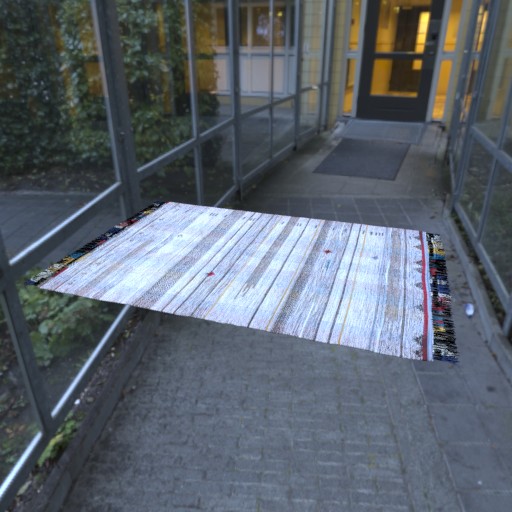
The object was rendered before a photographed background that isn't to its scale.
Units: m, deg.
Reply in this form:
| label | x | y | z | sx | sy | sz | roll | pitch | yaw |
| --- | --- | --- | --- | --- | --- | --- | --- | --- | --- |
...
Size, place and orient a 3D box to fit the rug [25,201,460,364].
| label | x | y | z | sx | sy | sz | roll | pitch | yaw |
| --- | --- | --- | --- | --- | --- | --- | --- | --- | --- |
| rug | 0.000 | 0.000 | 2.254 | 1.848 | 0.012 | 1.217 | 8 | 27 | 16 |
